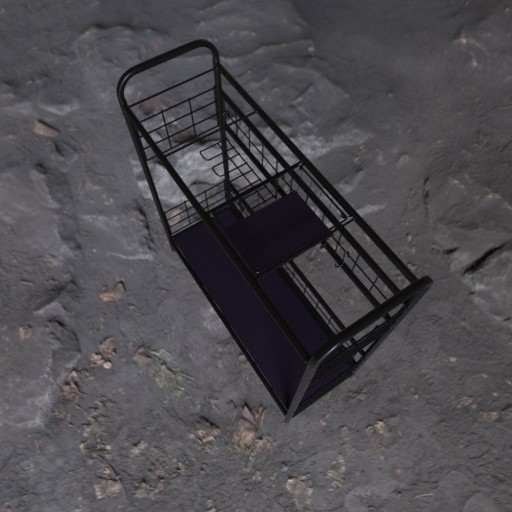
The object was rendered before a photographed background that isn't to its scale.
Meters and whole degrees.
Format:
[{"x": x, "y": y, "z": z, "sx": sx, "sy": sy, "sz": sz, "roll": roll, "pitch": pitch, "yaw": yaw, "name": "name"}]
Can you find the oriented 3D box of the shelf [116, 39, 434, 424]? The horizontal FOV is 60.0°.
[{"x": 0.000, "y": 0.000, "z": 1.549, "sx": 0.350, "sy": 1.026, "sz": 0.961, "roll": -31, "pitch": 67, "yaw": -15, "name": "shelf"}]
